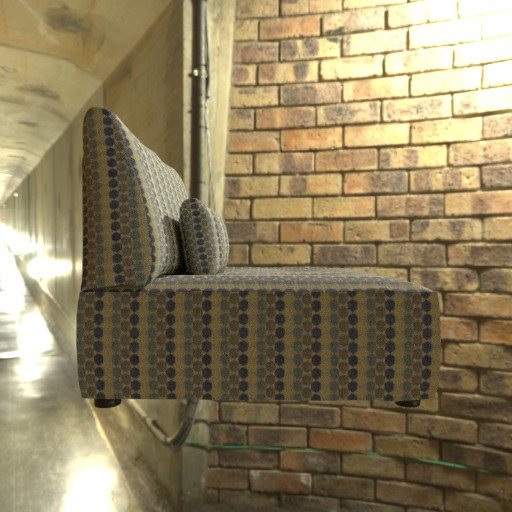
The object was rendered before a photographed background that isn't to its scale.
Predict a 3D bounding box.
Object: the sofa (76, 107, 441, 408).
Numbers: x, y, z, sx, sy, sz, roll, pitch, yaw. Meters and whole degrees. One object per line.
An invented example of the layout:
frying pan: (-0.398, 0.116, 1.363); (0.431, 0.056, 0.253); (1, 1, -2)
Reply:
sofa: (0.000, 0.000, 1.648); (1.000, 0.830, 0.930); (0, 1, 1)
